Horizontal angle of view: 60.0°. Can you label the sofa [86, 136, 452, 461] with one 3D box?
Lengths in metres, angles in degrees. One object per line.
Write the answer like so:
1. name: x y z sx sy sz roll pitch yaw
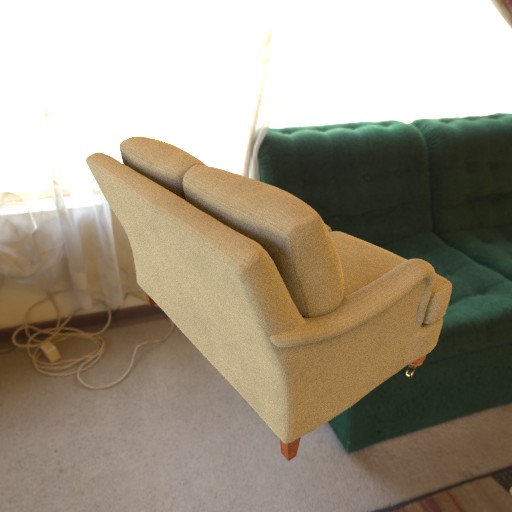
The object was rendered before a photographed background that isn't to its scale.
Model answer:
1. sofa: 0.000 0.000 2.127 1.087 0.999 1.480 -17 31 -31
